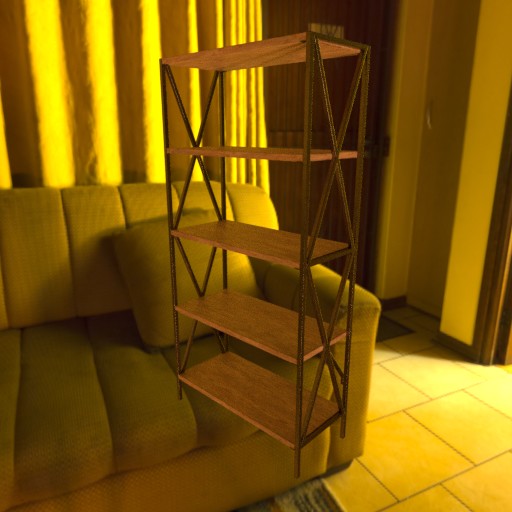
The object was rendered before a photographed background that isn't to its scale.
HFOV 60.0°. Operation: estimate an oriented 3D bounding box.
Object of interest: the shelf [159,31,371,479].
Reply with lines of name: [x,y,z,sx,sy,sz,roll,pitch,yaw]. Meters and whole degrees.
shelf: [0.000,0.000,2.141,0.874,1.803,0.386,15,22,42]
